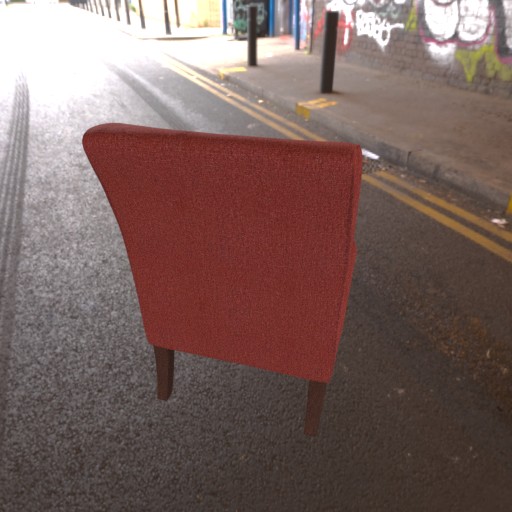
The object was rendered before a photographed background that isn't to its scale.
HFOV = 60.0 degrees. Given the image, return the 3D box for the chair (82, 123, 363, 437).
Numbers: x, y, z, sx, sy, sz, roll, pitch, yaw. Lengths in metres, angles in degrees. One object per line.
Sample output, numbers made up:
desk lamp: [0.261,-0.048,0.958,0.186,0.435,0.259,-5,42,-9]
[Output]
chair: [0.000,0.000,1.258,0.538,0.846,0.640,9,32,14]
